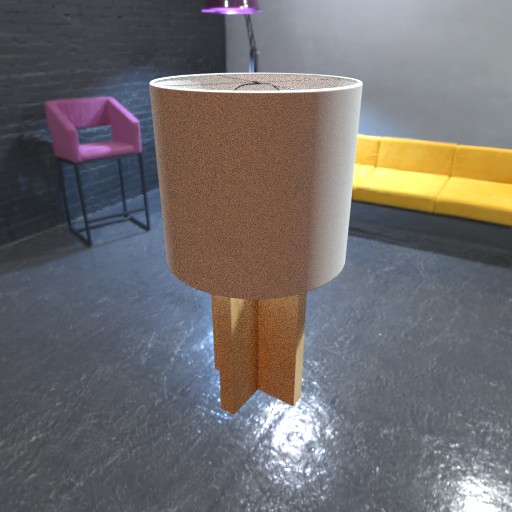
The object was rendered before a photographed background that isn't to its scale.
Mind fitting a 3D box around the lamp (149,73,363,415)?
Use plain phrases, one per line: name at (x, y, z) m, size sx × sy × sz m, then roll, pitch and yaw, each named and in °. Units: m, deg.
lamp at (0.000, 0.000, 0.579) m, size 0.229 × 0.428 × 0.229 m, roll 17°, pitch 31°, yaw 30°
